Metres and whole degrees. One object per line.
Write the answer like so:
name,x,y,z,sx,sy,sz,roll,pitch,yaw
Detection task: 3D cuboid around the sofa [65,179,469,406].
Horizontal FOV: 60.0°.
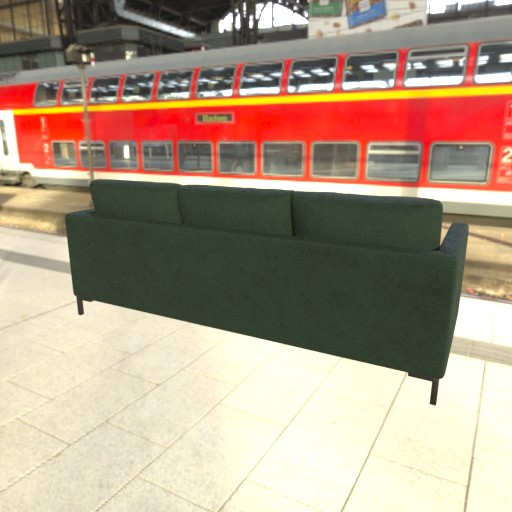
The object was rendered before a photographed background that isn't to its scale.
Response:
sofa,0.000,0.000,2.631,2.218,0.870,0.859,8,17,27
